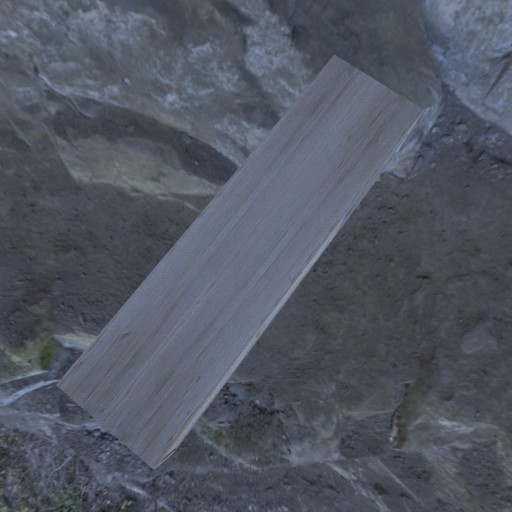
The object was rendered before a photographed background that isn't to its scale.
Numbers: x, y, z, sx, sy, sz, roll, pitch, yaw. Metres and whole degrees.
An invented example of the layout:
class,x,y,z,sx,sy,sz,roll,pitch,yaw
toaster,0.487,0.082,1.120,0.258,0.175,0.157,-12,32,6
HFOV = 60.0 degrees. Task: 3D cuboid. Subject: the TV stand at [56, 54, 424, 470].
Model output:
class,x,y,z,sx,sy,sz,roll,pitch,yaw
TV stand,0.000,0.000,1.844,0.420,0.550,1.600,36,78,9
